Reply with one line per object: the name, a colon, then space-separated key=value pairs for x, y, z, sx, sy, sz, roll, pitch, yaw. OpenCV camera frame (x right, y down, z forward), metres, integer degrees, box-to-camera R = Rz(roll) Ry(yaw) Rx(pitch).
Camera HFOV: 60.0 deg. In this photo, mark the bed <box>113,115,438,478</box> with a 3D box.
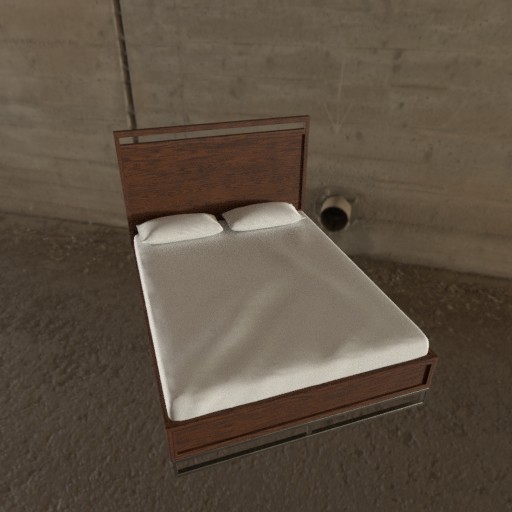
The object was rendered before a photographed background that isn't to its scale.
bed: x=0.000 y=0.000 z=3.384 sx=1.765 sy=1.487 sz=2.218 roll=-10 pitch=32 yaw=-16
